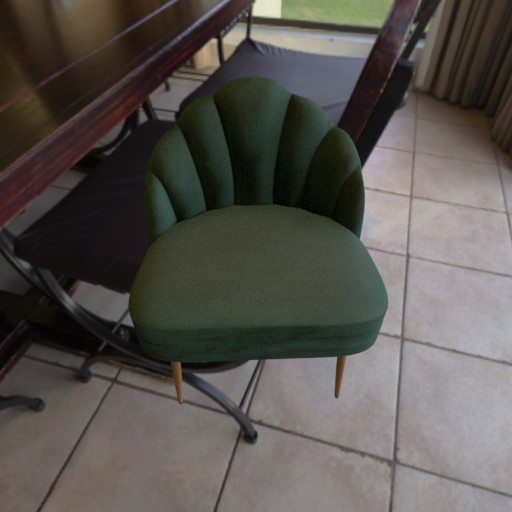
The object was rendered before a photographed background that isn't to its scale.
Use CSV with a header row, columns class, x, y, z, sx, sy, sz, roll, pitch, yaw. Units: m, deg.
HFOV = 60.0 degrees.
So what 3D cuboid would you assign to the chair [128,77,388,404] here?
class,x,y,z,sx,sy,sz,roll,pitch,yaw
chair,0.000,0.000,1.299,0.657,0.819,0.599,-2,44,-2
